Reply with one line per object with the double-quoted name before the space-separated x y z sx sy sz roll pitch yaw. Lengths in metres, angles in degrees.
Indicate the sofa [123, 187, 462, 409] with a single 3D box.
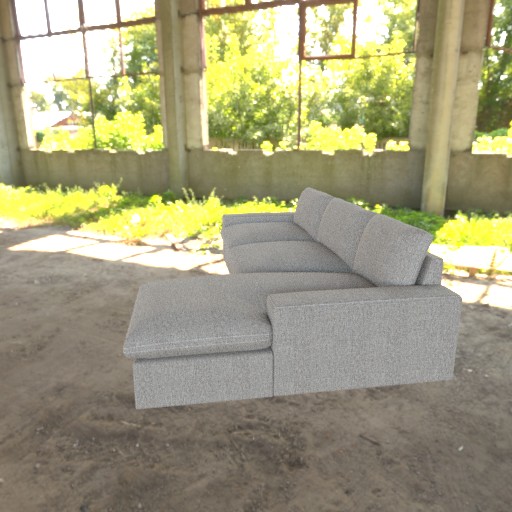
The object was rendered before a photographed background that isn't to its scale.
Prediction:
"sofa" 0.000 0.000 3.436 1.689 0.813 2.718 -2 15 -9
